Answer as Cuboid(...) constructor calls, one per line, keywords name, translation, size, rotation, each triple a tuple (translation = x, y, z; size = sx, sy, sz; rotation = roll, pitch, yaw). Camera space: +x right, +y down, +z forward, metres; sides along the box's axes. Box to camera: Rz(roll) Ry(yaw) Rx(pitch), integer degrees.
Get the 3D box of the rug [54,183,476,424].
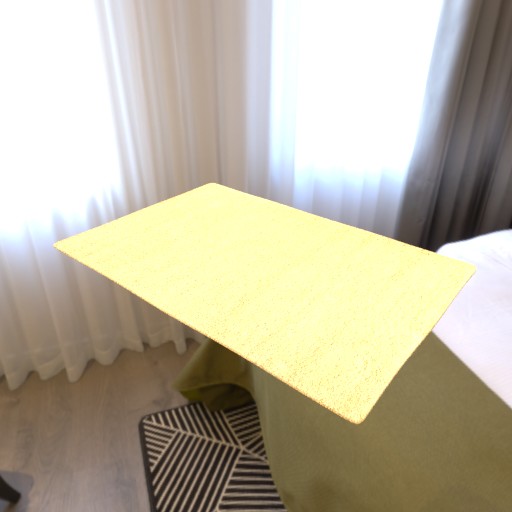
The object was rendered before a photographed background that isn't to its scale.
Cuboid(name="rug", translation=(0.000, 0.000, 3.353), size=(2.698, 0.025, 1.798), rotation=(22, 37, 34))
